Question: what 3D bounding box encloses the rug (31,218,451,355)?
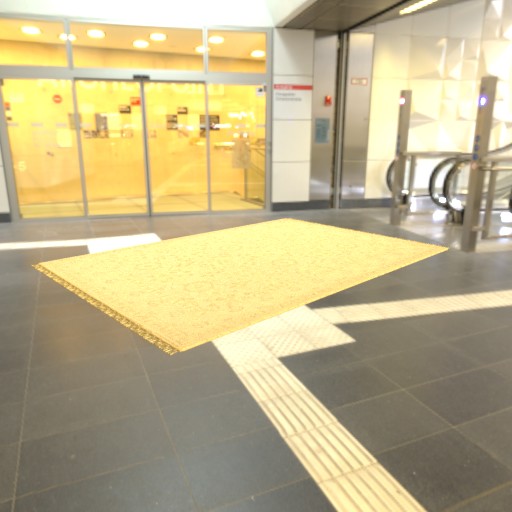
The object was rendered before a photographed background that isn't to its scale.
[{"bbox_3d":[0.000,0.000,2.825,2.233,0.011,1.514,-14,21,-41],"label":"rug"}]
